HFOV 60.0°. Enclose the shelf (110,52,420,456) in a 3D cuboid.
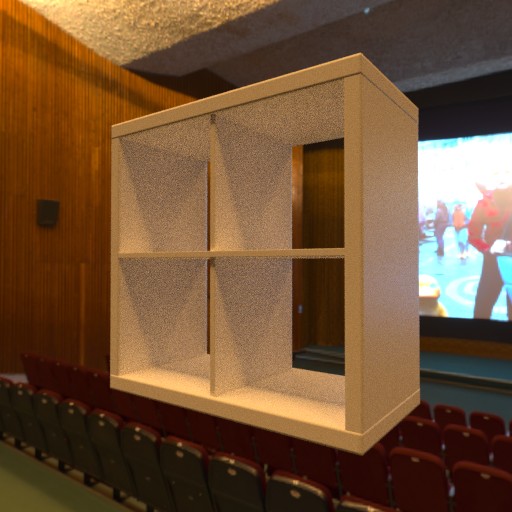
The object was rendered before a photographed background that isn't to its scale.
[{"bbox_3d":[0.000,0.000,1.253,0.790,0.786,0.390,-1,-1,36],"label":"shelf"}]
